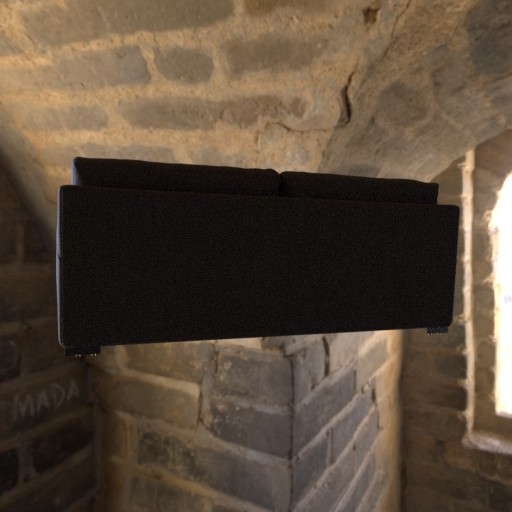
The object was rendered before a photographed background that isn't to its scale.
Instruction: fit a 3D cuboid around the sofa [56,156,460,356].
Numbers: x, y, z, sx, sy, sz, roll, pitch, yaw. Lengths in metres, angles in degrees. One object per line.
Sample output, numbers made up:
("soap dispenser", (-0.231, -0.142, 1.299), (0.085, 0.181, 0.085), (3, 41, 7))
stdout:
("sofa", (0.000, 0.000, 2.810), (2.271, 0.950, 1.140), (0, -1, -19))
